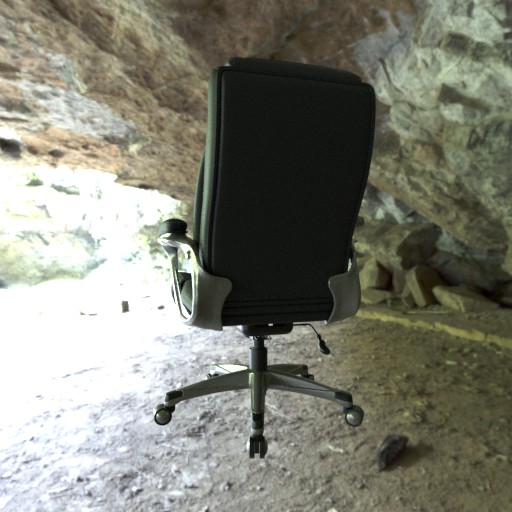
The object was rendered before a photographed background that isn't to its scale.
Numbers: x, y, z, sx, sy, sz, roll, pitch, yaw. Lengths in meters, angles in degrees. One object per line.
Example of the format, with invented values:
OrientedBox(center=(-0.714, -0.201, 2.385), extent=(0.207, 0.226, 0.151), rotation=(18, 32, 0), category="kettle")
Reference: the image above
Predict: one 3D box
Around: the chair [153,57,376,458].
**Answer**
OrientedBox(center=(0.000, 0.000, 1.630), extent=(0.741, 1.167, 0.784), rotation=(0, 2, -17), category="chair")
